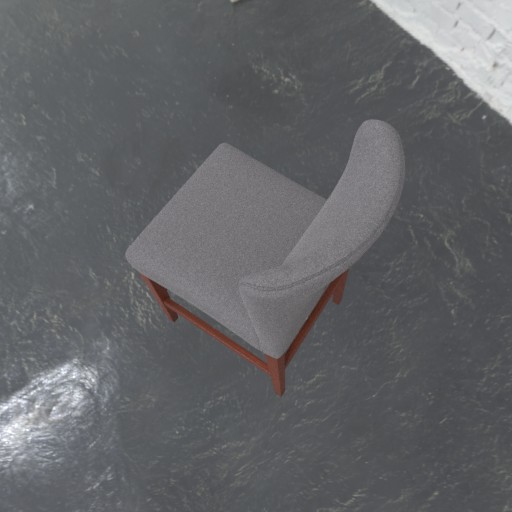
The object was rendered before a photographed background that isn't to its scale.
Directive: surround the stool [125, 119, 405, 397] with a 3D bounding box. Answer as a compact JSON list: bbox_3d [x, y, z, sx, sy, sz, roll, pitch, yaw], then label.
[{"bbox_3d":[0.000,0.000,1.280,0.568,0.968,0.481,31,68,14],"label":"stool"}]
